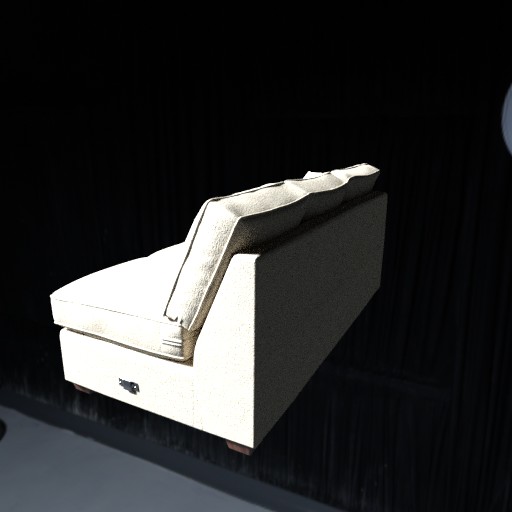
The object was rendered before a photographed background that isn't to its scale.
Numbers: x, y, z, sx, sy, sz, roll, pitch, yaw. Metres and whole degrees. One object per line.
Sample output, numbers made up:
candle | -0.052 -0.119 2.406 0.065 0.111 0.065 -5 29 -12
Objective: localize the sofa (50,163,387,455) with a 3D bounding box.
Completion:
sofa | 0.000 0.000 2.504 1.034 0.946 1.962 8 18 27
